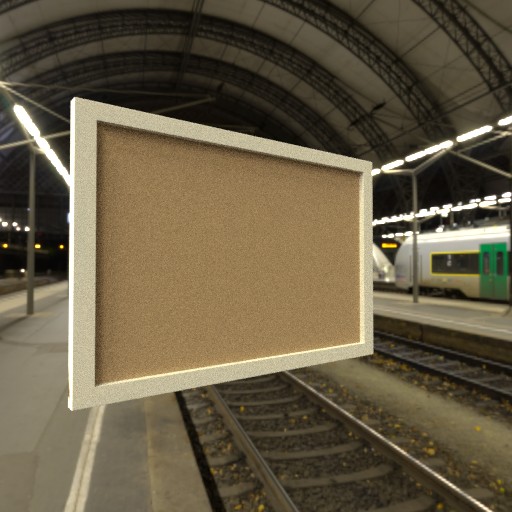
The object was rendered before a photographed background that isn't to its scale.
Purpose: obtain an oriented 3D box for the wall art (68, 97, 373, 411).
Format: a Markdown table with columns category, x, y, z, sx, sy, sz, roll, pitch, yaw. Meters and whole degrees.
| category | x | y | z | sx | sy | sz | roll | pitch | yaw |
| --- | --- | --- | --- | --- | --- | --- | --- | --- | --- |
| wall art | 0.000 | 0.000 | 1.440 | 1.144 | 0.767 | 0.038 | 1 | -2 | -37 |
